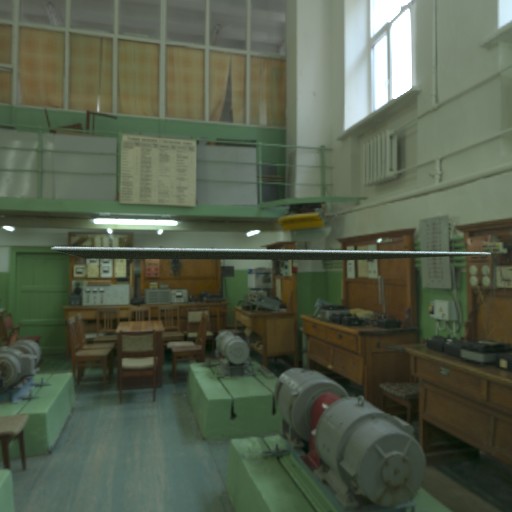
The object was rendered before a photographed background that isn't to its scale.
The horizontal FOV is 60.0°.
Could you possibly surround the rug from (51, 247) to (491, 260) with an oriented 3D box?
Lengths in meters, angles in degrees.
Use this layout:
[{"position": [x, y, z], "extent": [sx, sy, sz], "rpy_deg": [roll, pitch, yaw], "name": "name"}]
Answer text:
[{"position": [0.000, 0.000, 2.865], "extent": [2.202, 0.014, 1.598], "rpy_deg": [0, -2, -17], "name": "rug"}]
